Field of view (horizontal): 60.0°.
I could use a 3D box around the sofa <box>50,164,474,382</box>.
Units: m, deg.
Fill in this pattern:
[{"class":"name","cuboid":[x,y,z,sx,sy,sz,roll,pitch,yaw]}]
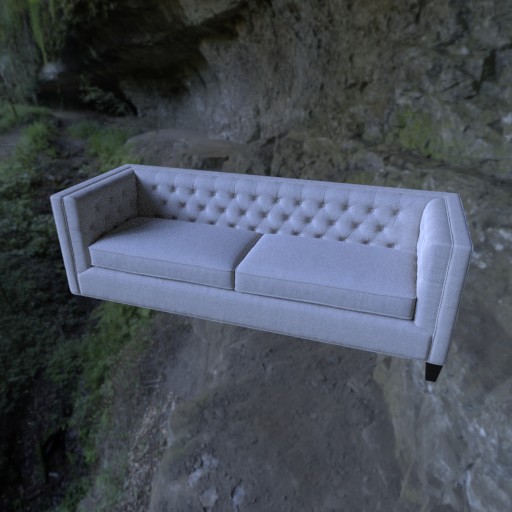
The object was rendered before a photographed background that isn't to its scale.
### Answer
[{"class":"sofa","cuboid":[0.000,0.000,2.629,2.159,0.762,0.775,8,27,16]}]
